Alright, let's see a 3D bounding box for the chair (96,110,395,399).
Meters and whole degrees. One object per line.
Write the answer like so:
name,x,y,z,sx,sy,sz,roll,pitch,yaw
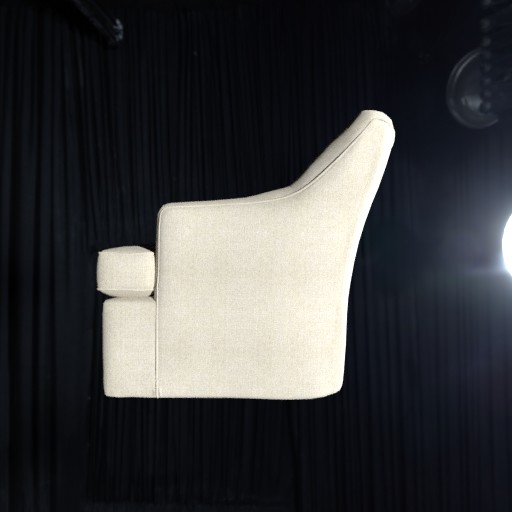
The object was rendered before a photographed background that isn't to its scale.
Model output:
chair,0.000,0.000,1.615,0.923,0.856,0.864,0,-1,0
